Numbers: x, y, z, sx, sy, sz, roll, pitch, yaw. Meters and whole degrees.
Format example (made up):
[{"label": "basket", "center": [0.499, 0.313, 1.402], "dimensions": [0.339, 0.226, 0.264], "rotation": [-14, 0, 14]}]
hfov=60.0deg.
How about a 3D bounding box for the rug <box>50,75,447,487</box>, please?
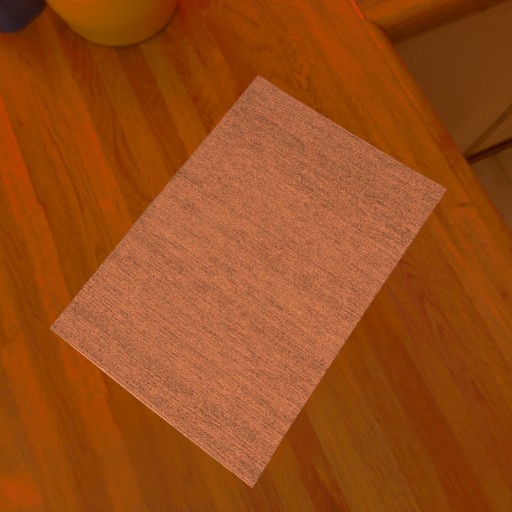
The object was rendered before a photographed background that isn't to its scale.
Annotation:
[{"label": "rug", "center": [0.000, 0.000, 2.975], "dimensions": [1.616, 0.030, 2.338], "rotation": [35, 78, 8]}]
